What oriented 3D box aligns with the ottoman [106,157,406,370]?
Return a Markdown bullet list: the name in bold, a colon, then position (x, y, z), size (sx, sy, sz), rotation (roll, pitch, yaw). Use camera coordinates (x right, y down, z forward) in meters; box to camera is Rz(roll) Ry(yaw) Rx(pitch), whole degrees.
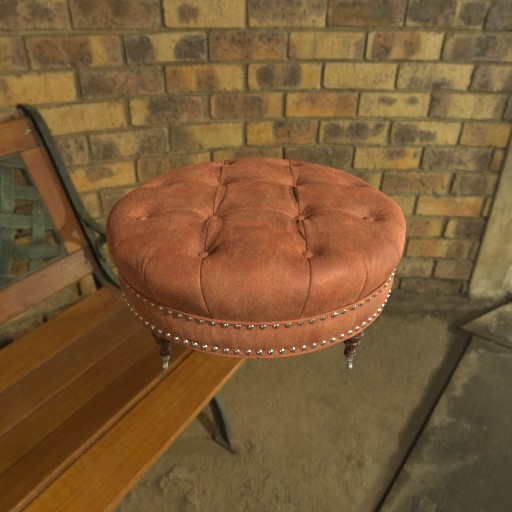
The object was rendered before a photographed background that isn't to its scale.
- **ottoman**: position (0.000, 0.000, 1.420), size (0.901, 0.444, 0.901), rotation (0, 29, 0)
